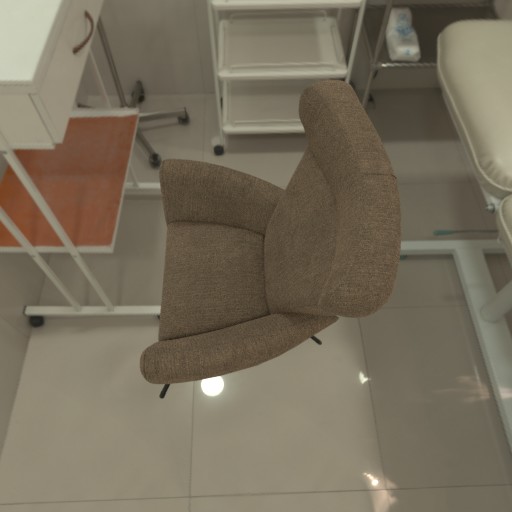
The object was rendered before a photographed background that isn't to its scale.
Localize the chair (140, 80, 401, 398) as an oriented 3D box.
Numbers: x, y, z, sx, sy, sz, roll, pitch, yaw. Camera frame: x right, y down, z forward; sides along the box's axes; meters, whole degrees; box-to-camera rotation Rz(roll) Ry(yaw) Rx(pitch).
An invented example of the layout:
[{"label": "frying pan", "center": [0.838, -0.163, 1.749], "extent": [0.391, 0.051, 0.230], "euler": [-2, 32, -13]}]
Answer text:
[{"label": "chair", "center": [0.000, 0.000, 1.767], "extent": [0.900, 1.040, 0.980], "euler": [-2, 59, -1]}]
